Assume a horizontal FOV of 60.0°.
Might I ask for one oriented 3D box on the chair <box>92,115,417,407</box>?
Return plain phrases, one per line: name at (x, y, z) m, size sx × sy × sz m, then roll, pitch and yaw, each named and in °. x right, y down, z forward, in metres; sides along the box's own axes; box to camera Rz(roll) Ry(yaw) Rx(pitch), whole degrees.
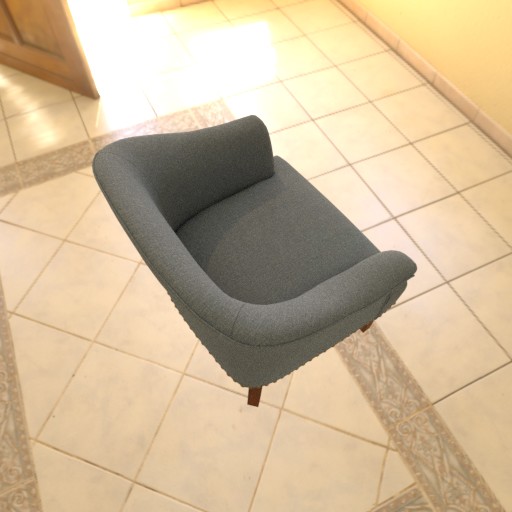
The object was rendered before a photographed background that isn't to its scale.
chair at (0.000, 0.000, 1.435) m, size 0.704 × 0.815 × 0.798 m, roll -30°, pitch 62°, yaw -18°
